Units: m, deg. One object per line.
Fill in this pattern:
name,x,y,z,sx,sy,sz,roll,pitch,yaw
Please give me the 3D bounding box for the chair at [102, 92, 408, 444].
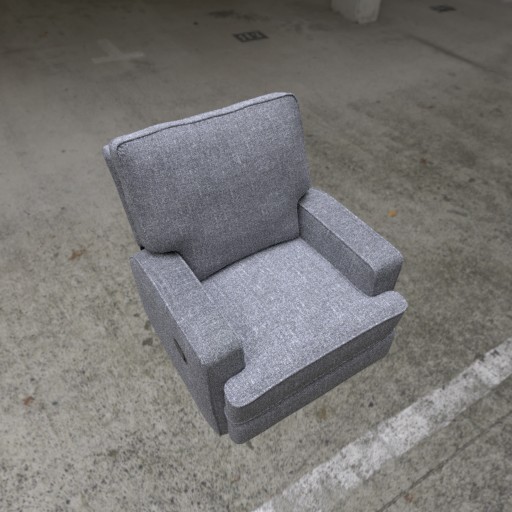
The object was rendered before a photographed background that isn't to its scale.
chair,0.000,0.000,1.731,0.861,0.962,0.964,-24,51,-22
